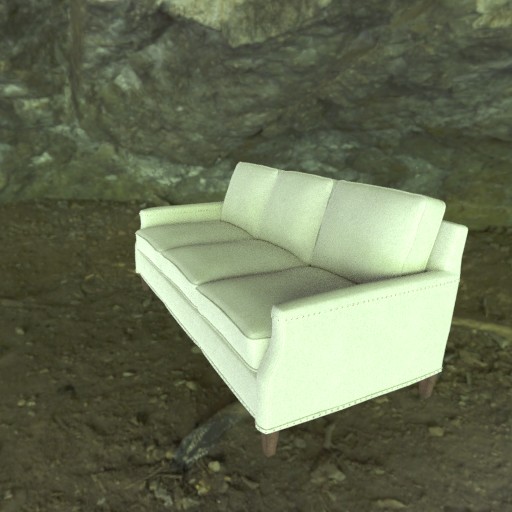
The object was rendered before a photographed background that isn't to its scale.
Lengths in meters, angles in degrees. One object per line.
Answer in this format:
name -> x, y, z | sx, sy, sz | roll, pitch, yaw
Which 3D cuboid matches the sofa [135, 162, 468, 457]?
sofa -> 0.000, 0.000, 2.790 | 1.084, 1.003, 2.246 | -8, 19, -26
